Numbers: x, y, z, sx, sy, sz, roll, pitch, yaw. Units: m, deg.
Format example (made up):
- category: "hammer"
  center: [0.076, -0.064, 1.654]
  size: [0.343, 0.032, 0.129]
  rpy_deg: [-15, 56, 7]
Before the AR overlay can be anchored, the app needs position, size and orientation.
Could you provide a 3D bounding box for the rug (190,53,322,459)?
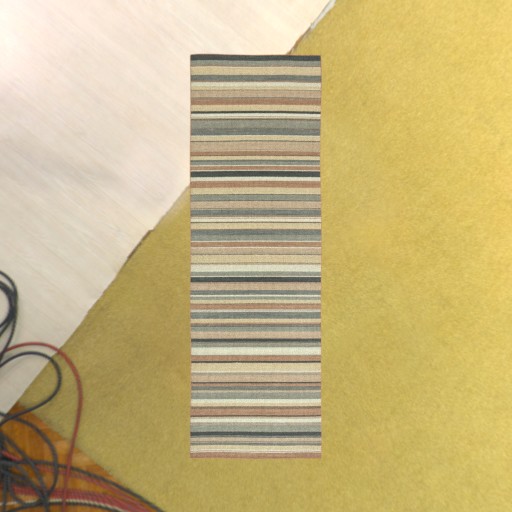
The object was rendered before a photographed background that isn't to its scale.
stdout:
- category: "rug"
  center: [0.000, 0.000, 2.675]
  size: [0.799, 0.010, 2.444]
  rpy_deg: [0, 90, -1]
